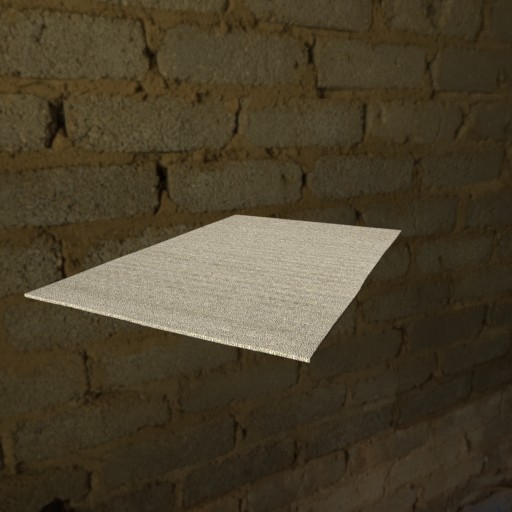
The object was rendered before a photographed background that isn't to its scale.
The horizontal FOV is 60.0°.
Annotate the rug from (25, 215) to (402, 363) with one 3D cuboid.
[{"bbox_3d":[0.000,0.000,2.926,1.532,0.018,2.297,8,18,24],"label":"rug"}]
